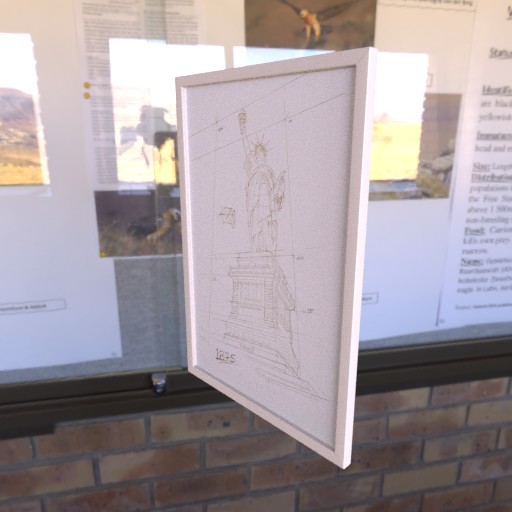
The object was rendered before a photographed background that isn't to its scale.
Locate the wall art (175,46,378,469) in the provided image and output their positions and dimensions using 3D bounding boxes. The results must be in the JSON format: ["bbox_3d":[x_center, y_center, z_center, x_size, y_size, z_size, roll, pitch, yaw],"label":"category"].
[{"bbox_3d":[0.000,0.000,1.483,0.038,1.183,0.808,-14,21,-42],"label":"wall art"}]
